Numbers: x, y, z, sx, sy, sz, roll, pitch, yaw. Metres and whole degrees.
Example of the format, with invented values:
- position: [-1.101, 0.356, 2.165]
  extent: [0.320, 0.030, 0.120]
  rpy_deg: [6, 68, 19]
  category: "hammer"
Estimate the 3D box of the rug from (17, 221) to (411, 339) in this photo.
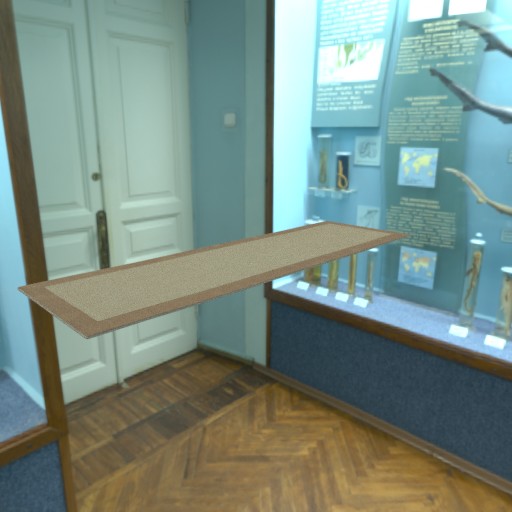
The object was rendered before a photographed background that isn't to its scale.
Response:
- position: [0.000, 0.000, 2.657]
  extent: [2.430, 0.012, 0.767]
  rpy_deg: [-14, 21, -43]
  category: "rug"
